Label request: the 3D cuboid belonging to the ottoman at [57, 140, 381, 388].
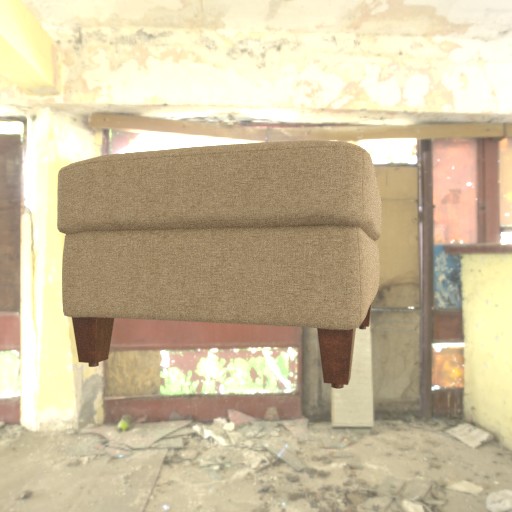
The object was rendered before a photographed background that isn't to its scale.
[{"bbox_3d":[0.000,0.000,1.293,0.692,0.511,0.889,0,0,17],"label":"ottoman"}]
